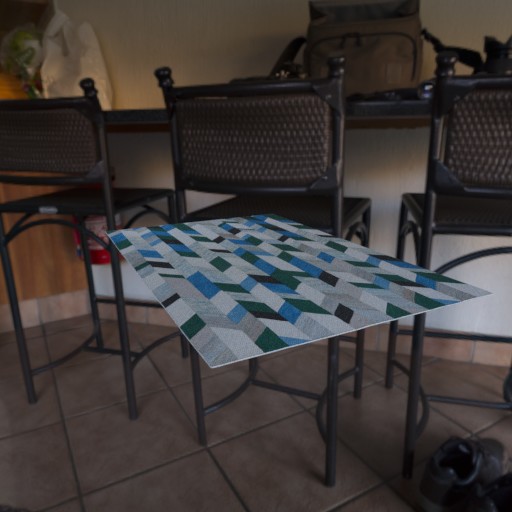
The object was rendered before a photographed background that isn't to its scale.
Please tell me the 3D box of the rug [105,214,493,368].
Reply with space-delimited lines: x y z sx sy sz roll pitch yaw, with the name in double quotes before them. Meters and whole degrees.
"rug" 0.000 0.000 2.299 1.229 0.005 1.827 -9 19 -26
